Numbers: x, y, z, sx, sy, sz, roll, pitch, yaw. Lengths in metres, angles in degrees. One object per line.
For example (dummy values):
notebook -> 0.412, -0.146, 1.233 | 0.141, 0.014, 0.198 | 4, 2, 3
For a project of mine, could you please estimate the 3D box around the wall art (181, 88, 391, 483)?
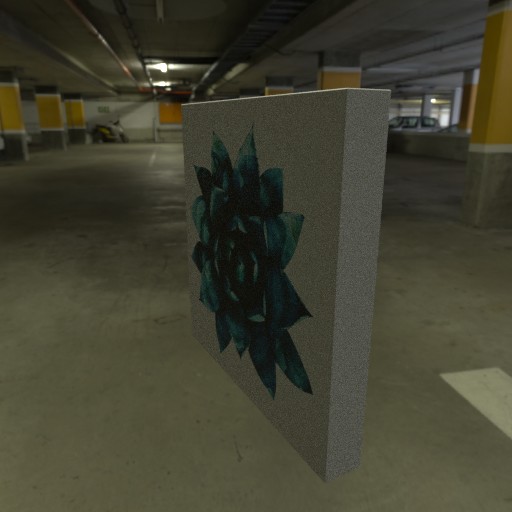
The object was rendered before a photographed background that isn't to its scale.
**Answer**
wall art -> 0.000, 0.000, 0.457 | 0.038, 0.305, 0.305 | -9, 19, -27
